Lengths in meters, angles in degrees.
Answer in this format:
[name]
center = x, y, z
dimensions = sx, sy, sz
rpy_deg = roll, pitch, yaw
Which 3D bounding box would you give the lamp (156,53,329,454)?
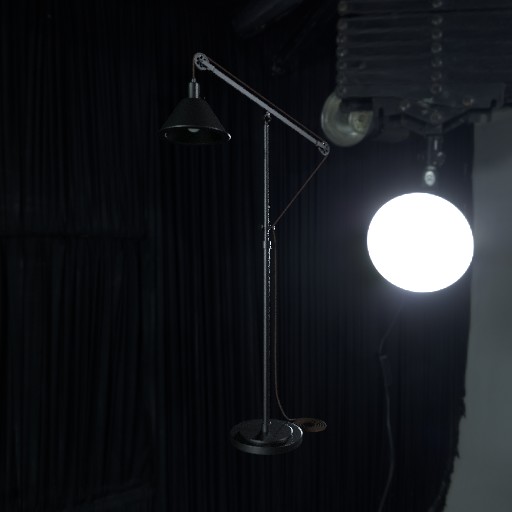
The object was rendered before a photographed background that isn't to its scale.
[lamp]
center = 0.000, 0.000, 1.939
dimensions = 0.904, 1.626, 0.319
rpy_deg = 0, 0, -36
